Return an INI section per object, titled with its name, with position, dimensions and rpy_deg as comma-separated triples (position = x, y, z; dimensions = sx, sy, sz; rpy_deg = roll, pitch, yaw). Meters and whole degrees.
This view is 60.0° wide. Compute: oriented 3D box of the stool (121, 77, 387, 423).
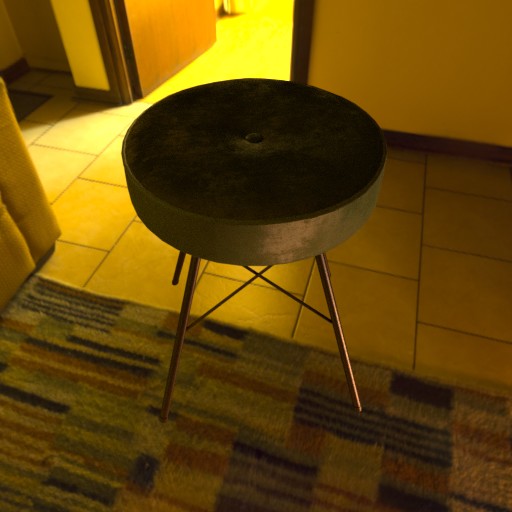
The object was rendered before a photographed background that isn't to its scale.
[stool]
position = 0.000, 0.000, 0.923
dimensions = 0.457, 0.595, 0.430
rpy_deg = -2, 46, -2
